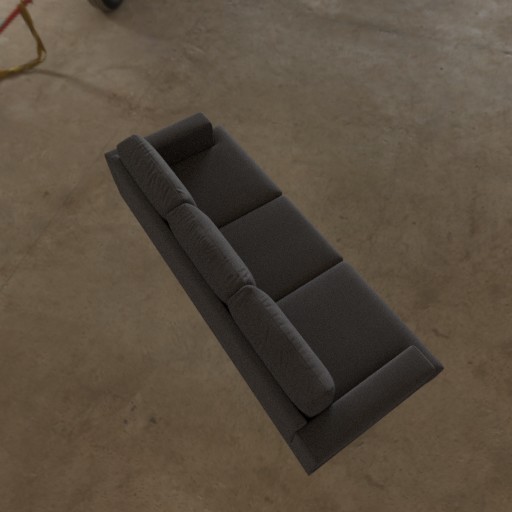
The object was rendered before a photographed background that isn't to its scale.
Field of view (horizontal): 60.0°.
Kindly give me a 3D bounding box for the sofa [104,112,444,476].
[{"bbox_3d":[0.000,0.000,2.739,0.920,0.810,2.310,-30,63,-17],"label":"sofa"}]
